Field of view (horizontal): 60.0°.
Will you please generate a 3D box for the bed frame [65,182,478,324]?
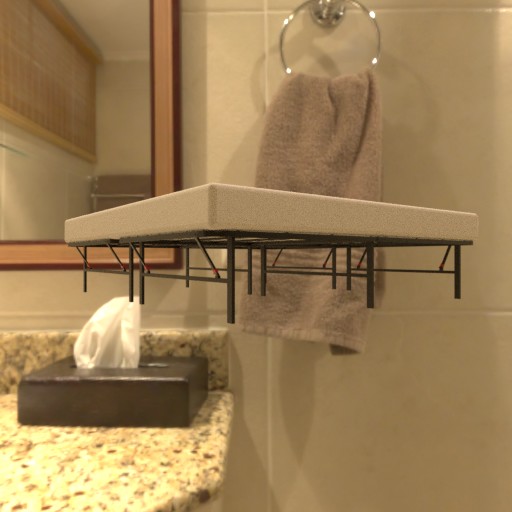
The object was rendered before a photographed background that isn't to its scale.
[{"bbox_3d":[0.000,0.000,2.965,1.935,0.525,2.033,0,0,-37],"label":"bed frame"}]
